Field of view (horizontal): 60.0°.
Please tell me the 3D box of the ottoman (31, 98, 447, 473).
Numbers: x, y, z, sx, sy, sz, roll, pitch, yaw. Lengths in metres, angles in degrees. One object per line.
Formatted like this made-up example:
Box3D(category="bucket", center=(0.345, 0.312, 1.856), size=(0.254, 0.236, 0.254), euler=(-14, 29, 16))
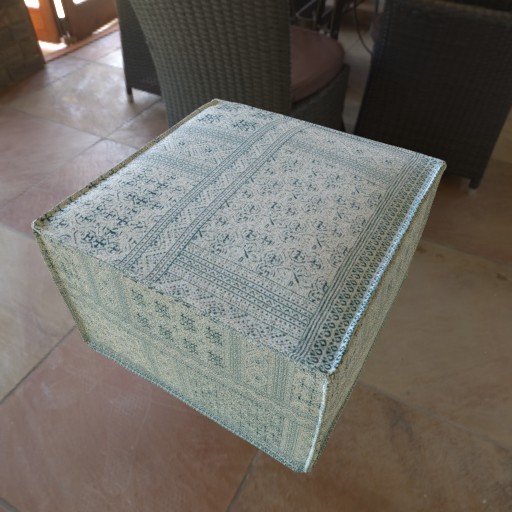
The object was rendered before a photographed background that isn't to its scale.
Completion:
Box3D(category="ottoman", center=(0.000, 0.000, 1.018), size=(0.617, 0.439, 0.626), euler=(23, 49, 21))
